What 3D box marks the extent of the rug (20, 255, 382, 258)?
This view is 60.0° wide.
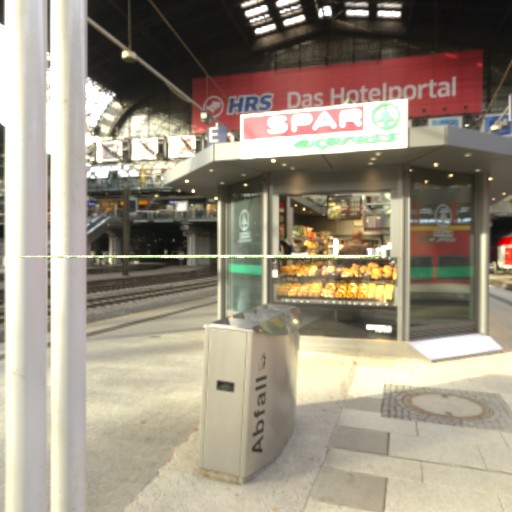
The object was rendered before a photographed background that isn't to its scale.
[{"bbox_3d":[0.000,0.000,2.287,1.220,0.006,1.826,0,0,17],"label":"rug"}]
